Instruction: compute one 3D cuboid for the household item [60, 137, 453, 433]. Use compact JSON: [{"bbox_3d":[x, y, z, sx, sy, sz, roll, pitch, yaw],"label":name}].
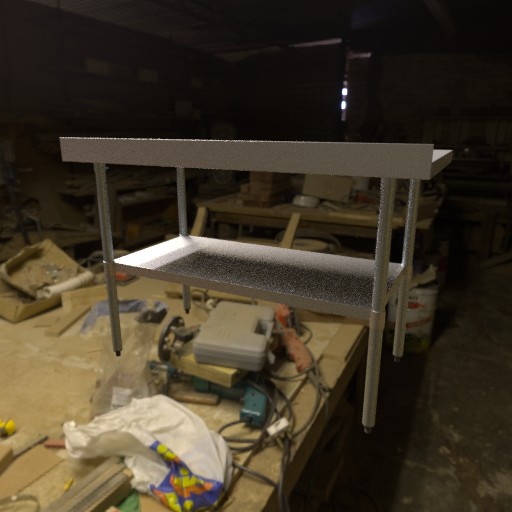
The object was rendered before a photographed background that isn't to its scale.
[{"bbox_3d":[0.000,0.000,1.650,1.219,0.851,0.610,8,18,26],"label":"household item"}]
